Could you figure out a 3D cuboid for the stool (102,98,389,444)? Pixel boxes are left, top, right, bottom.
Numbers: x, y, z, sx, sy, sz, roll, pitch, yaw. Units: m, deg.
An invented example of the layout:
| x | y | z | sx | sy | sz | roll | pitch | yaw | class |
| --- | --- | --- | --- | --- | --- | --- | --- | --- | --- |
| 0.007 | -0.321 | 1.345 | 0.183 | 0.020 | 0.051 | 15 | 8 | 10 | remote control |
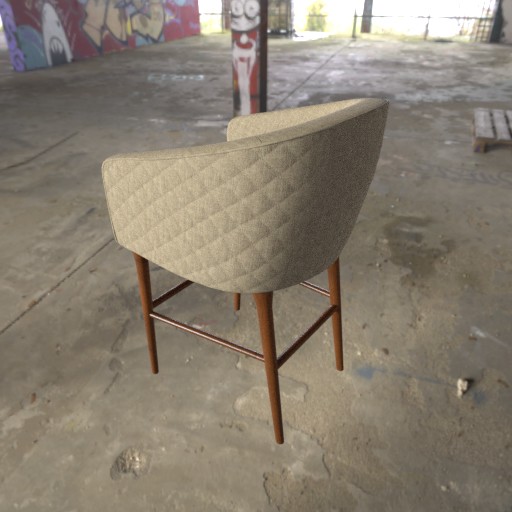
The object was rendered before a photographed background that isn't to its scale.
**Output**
| x | y | z | sx | sy | sz | roll | pitch | yaw | class |
| --- | --- | --- | --- | --- | --- | --- | --- | --- | --- |
| 0.000 | 0.000 | 1.336 | 0.635 | 0.952 | 0.559 | 22 | 38 | 32 | stool |
